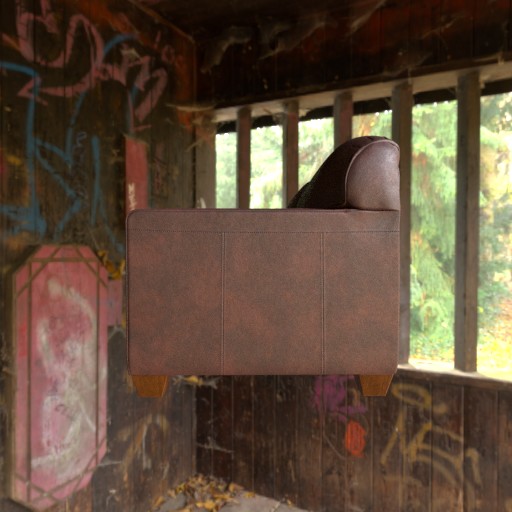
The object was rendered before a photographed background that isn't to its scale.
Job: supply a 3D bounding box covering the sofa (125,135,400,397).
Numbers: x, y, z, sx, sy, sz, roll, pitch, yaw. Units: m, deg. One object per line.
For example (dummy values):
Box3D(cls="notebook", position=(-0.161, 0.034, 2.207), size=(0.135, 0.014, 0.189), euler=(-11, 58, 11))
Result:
Box3D(cls="sofa", position=(0.000, 0.000, 2.431), size=(1.000, 0.966, 1.856), euler=(0, 1, -1))
